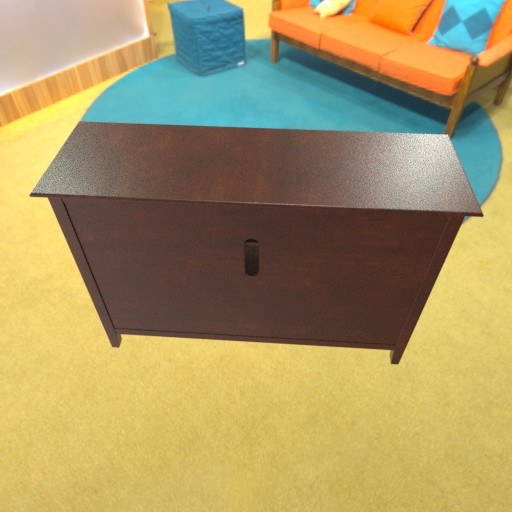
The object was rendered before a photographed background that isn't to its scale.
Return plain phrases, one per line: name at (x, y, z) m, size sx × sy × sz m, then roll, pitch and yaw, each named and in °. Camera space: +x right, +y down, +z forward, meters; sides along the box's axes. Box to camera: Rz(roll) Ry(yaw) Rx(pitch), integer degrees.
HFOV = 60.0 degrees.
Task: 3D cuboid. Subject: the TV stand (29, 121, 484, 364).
TV stand at (0.000, 0.000, 1.813) m, size 1.372 × 0.915 × 0.445 m, roll 3°, pitch 46°, yaw 3°
